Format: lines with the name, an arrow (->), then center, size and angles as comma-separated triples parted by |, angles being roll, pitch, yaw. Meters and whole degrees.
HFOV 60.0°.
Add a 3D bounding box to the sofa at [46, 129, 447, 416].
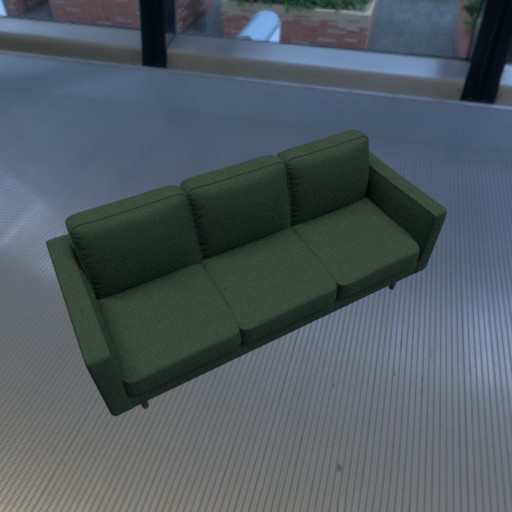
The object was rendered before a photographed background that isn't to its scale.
sofa -> 0.000, 0.000, 2.542 | 2.029, 0.899, 0.879 | -22, 49, -20
